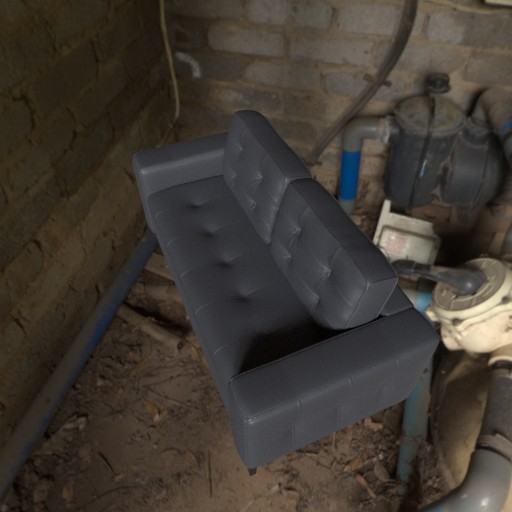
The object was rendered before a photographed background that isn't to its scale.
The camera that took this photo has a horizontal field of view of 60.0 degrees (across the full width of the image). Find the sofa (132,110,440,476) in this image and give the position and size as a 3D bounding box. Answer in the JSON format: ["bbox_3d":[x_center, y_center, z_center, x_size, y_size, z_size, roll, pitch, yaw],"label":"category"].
[{"bbox_3d":[0.000,0.000,2.236,0.833,0.893,1.726,-18,50,-16],"label":"sofa"}]
